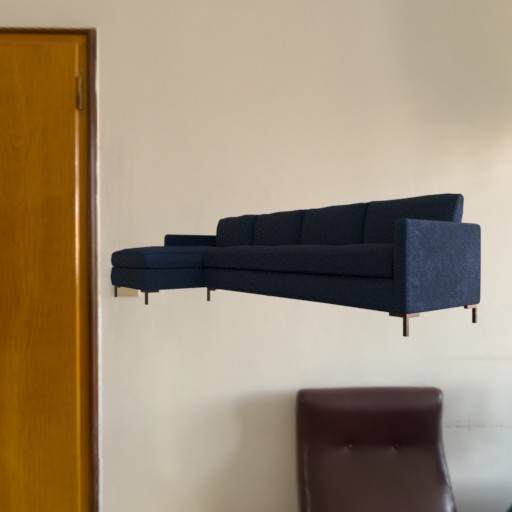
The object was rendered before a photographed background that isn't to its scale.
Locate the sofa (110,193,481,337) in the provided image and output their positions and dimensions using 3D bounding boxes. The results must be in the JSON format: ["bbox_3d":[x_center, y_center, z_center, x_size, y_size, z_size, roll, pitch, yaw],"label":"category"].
[{"bbox_3d":[0.000,0.000,2.917,1.128,0.679,2.450,-1,1,-37],"label":"sofa"}]
